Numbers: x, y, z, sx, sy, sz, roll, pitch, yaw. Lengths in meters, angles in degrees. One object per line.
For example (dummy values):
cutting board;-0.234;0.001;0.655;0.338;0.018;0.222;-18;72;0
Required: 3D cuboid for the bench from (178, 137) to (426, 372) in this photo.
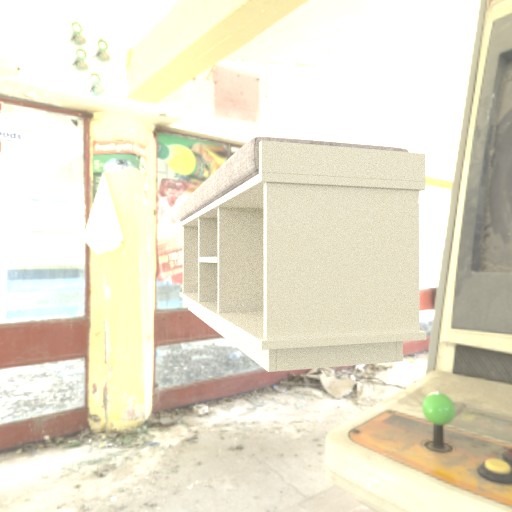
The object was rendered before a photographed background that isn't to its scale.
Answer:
bench;0.000;0.000;1.422;0.363;0.453;1.196;0;0;-17
